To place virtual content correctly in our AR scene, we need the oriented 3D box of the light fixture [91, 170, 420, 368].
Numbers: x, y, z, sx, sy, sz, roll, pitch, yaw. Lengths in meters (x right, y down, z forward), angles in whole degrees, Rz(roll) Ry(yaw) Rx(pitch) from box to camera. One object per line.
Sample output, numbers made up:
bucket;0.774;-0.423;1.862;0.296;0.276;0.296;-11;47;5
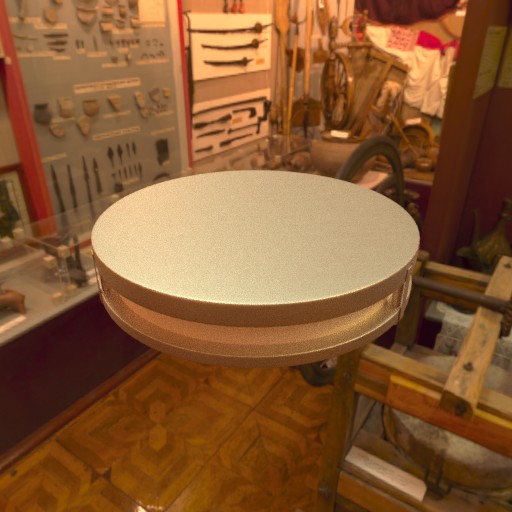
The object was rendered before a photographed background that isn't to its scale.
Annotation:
light fixture;0.000;0.000;0.525;0.356;0.102;0.356;0;28;0
